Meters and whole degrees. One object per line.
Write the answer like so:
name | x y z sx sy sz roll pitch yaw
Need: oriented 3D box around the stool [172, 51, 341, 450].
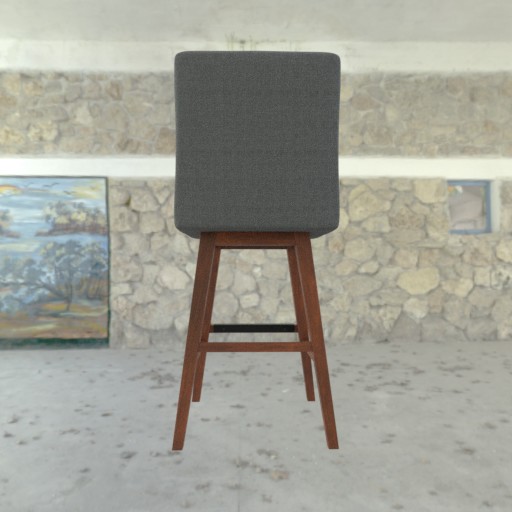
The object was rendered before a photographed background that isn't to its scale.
stool | 0.000 0.000 1.294 0.447 0.977 0.524 0 -1 -1
